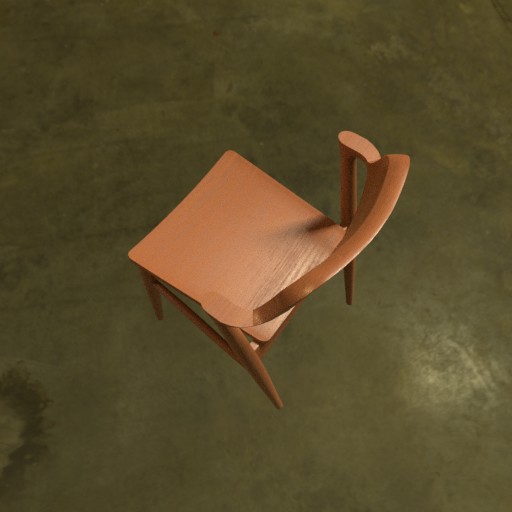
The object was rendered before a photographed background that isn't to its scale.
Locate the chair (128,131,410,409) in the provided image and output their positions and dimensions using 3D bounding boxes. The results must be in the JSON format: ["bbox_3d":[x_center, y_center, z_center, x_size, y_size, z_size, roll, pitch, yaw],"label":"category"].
[{"bbox_3d":[0.000,0.000,1.121,0.499,0.801,0.496,33,68,15],"label":"chair"}]
